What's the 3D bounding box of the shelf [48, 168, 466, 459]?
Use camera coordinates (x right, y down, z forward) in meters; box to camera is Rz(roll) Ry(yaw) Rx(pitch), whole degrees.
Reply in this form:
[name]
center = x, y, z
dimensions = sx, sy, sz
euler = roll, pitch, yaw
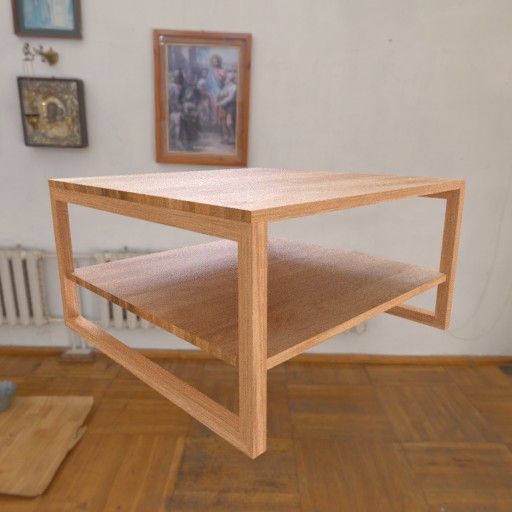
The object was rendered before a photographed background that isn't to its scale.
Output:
[shelf]
center = 0.000, 0.000, 1.405
dimensions = 0.899, 0.480, 0.899
euler = -14, 20, -43
